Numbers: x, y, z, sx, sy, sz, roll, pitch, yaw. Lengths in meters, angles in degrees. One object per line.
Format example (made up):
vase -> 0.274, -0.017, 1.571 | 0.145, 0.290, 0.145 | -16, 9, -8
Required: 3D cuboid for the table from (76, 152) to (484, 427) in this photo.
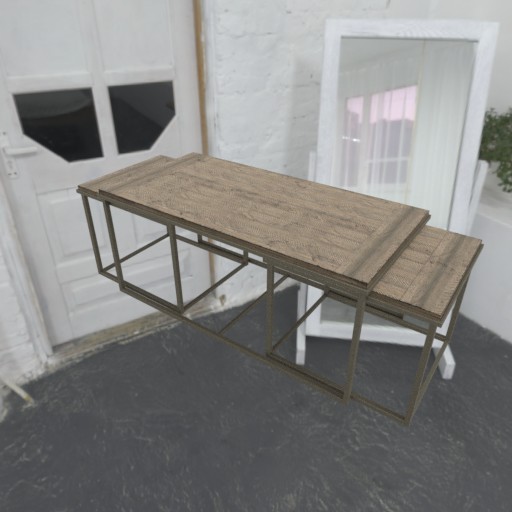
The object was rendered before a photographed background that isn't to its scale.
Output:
table -> 0.000, 0.000, 1.539 | 1.312, 0.427, 0.489 | 20, 37, 29
